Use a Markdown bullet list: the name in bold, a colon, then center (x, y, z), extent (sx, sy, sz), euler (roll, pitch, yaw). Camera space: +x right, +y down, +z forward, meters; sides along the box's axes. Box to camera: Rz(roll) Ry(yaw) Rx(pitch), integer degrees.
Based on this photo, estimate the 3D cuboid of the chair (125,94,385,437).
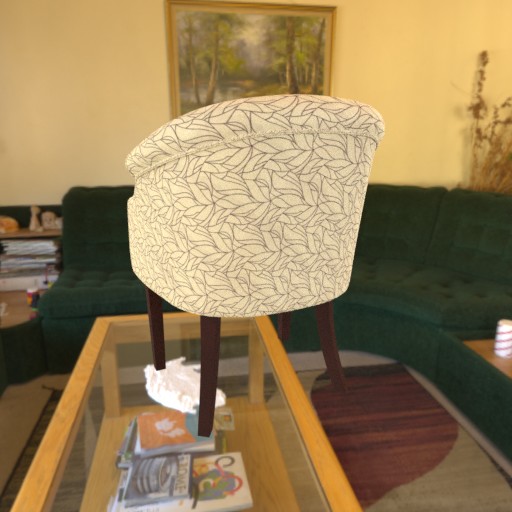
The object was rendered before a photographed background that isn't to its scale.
- **chair**: center (0.000, 0.000, 1.303), extent (0.686, 0.858, 0.613), euler (-8, 17, -26)
